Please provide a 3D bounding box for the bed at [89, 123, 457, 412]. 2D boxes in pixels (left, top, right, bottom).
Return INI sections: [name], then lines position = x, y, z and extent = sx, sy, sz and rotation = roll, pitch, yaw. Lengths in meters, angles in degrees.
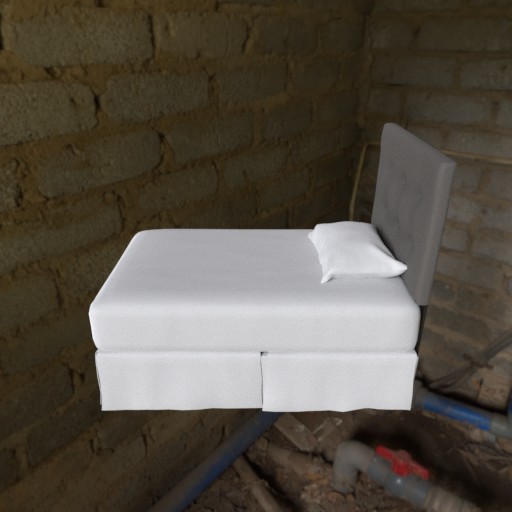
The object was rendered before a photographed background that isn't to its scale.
[bed]
position = 0.000, 0.000, 2.990
extent = 1.997, 1.571, 1.261
rotation = 0, 26, 0
